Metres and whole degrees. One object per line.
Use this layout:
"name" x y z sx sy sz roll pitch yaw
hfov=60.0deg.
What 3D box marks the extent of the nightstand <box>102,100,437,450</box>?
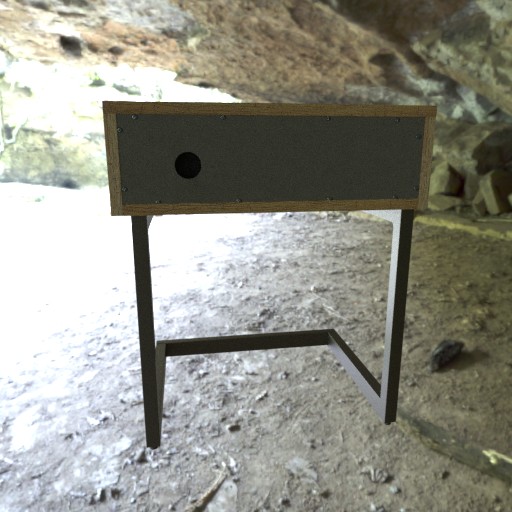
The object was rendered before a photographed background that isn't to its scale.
"nightstand" 0.000 0.000 1.027 0.558 0.632 0.481 -2 14 -9
